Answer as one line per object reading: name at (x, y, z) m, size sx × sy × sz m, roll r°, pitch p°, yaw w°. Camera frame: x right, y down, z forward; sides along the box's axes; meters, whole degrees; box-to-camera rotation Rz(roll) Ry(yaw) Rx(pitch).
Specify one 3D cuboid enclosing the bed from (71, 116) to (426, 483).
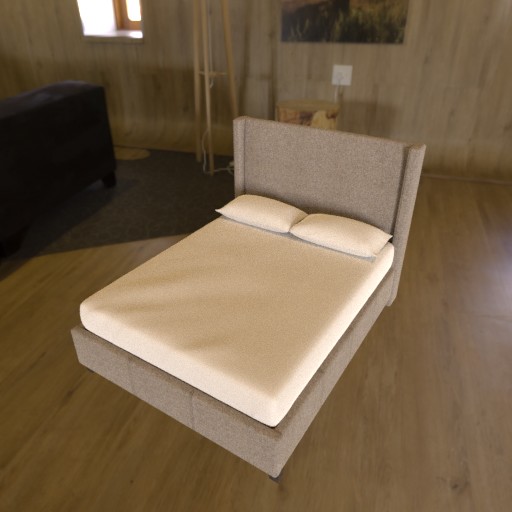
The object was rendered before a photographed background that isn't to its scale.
bed at (0.000, 0.000, 3.395) m, size 1.714 × 1.476 × 2.245 m, roll 18°, pitch 35°, yaw 28°
